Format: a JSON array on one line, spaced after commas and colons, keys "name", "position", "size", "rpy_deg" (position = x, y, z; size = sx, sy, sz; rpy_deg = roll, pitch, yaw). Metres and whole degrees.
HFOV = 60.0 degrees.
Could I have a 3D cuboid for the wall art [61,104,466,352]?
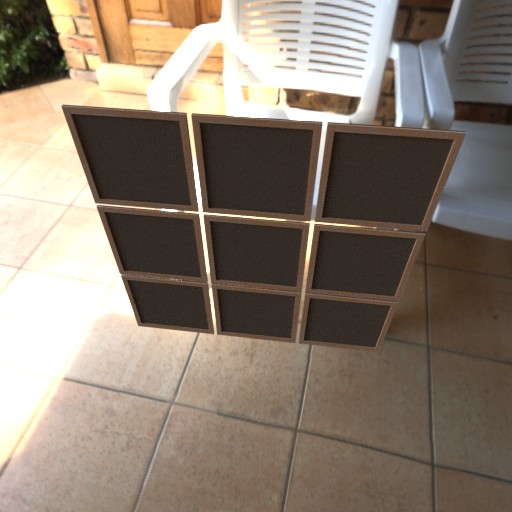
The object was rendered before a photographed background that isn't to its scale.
[{"name": "wall art", "position": [0.000, 0.000, 2.219], "size": [1.520, 1.525, 0.013], "rpy_deg": [5, 48, 5]}]
